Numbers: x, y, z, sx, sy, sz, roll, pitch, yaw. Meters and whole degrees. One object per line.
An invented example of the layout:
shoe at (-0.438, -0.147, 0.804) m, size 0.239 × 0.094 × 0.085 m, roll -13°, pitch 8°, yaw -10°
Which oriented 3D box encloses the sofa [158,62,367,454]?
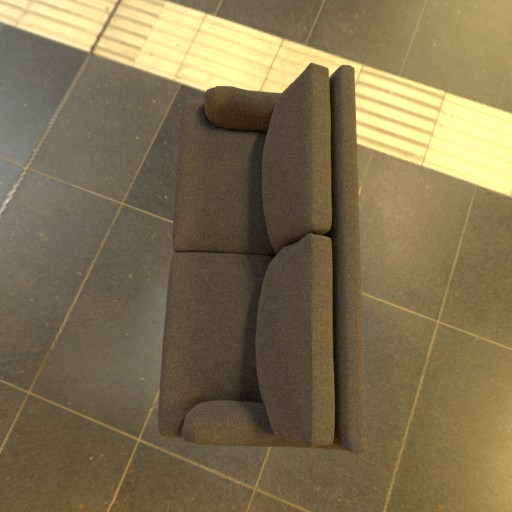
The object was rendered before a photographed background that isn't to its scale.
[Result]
sofa at (0.000, 0.000, 2.745) m, size 1.087 × 1.054 × 2.160 m, roll 2°, pitch 76°, yaw 0°
